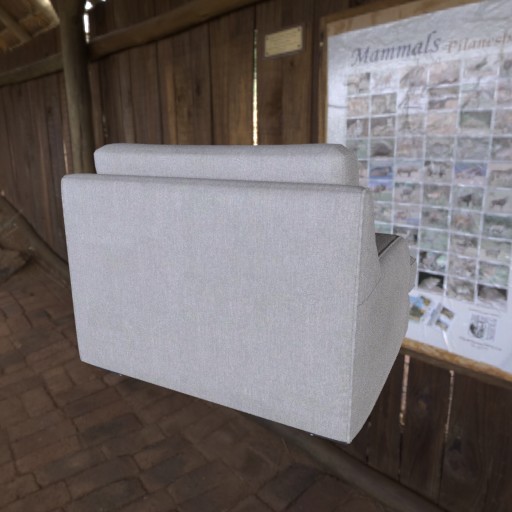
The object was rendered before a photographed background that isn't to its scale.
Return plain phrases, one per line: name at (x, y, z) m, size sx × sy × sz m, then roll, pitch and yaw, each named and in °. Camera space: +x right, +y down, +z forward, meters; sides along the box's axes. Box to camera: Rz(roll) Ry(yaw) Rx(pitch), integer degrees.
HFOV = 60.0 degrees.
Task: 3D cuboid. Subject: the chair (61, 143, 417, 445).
chair at (0.000, 0.000, 1.974) m, size 1.270 × 0.974 × 1.043 m, roll 7°, pitch 16°, yaw 27°
